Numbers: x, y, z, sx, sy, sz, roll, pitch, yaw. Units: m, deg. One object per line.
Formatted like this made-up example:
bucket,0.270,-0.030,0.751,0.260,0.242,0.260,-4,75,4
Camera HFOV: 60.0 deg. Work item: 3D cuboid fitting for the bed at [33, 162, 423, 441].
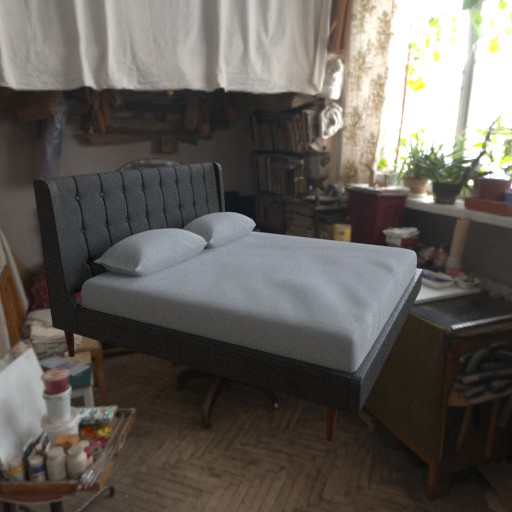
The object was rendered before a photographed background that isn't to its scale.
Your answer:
bed,0.000,0.000,3.141,2.031,1.158,1.903,8,17,27
